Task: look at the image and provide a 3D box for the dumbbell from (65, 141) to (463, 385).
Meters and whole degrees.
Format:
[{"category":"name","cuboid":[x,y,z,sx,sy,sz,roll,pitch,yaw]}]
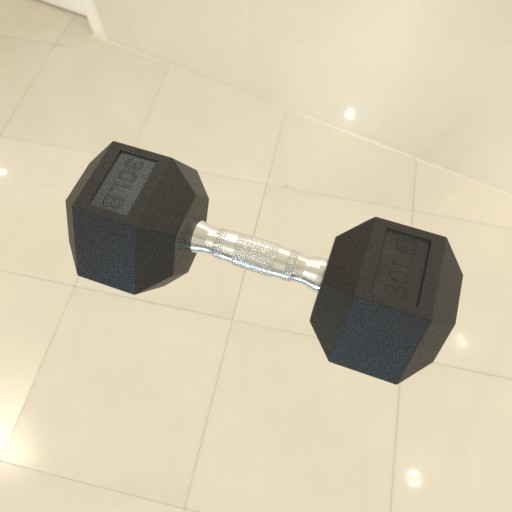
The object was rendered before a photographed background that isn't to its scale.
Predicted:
[{"category":"dumbbell","cuboid":[0.000,0.000,0.404,0.337,0.123,0.142,17,65,8]}]
